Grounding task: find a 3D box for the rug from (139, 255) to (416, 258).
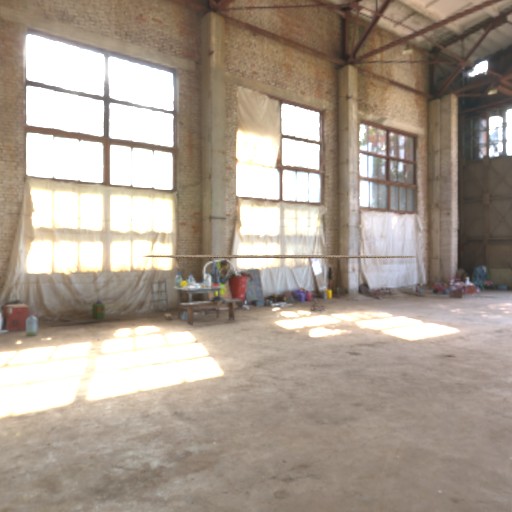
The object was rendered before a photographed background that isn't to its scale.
[{"bbox_3d":[0.000,0.000,3.048,1.520,0.006,2.432,0,0,-18],"label":"rug"}]
